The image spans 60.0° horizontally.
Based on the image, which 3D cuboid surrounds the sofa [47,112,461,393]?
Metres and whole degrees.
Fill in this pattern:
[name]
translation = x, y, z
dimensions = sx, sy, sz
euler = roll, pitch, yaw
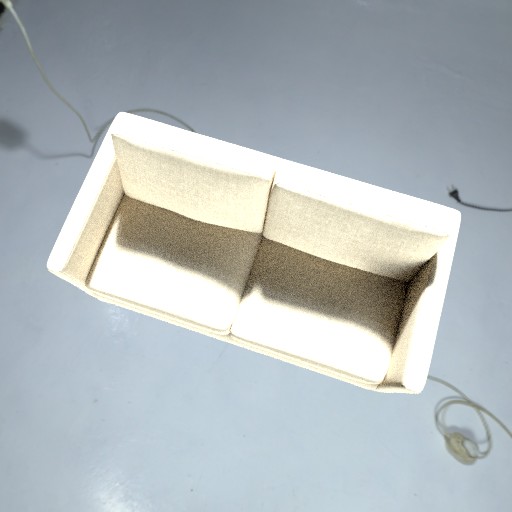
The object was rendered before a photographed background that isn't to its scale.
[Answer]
[sofa]
translation = 0.000, 0.000, 2.428
dimensions = 1.884, 0.963, 0.950
euler = 17, 75, 5
